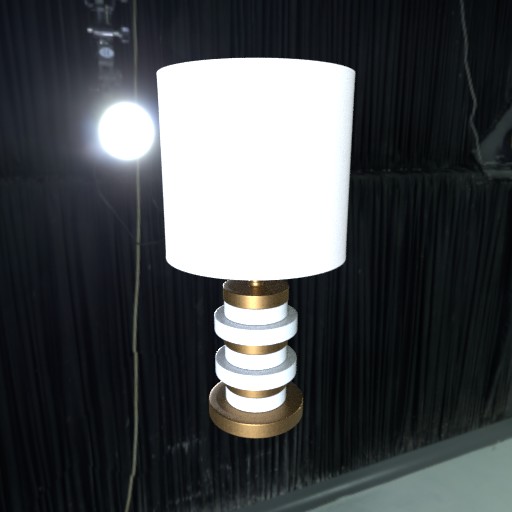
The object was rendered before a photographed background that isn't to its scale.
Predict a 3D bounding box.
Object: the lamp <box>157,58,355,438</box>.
[{"bbox_3d":[0.000,0.000,0.528,0.210,0.410,0.210,-7,16,-27],"label":"lamp"}]
